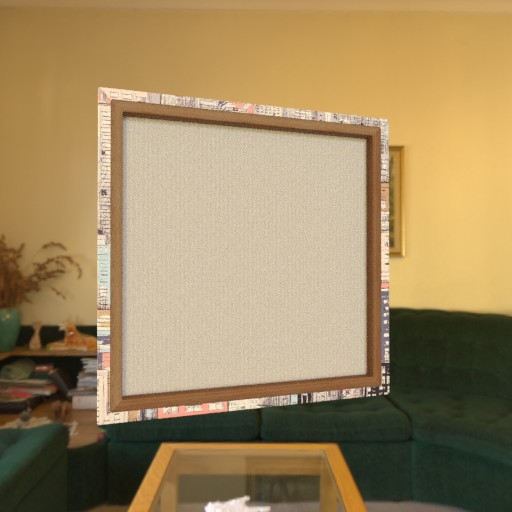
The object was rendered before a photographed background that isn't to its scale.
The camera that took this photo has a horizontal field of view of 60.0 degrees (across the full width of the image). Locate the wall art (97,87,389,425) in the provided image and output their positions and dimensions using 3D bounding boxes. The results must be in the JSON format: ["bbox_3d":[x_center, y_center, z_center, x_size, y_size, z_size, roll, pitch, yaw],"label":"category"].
[{"bbox_3d":[0.000,0.000,0.903,0.607,0.608,0.038,0,0,-18],"label":"wall art"}]
